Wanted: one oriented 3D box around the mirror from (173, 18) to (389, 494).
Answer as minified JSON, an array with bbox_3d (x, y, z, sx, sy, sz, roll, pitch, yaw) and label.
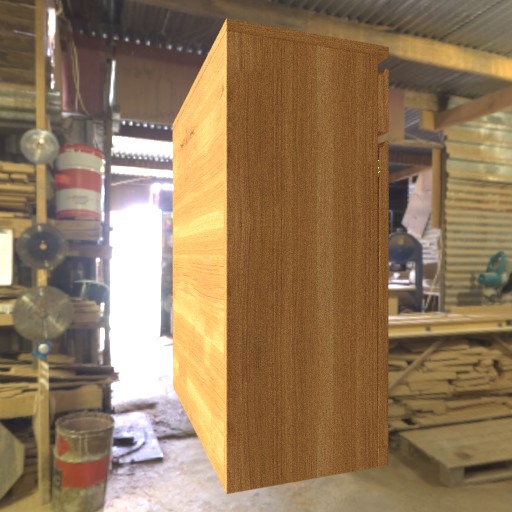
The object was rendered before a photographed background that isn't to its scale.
[{"bbox_3d":[0.000,0.000,1.373,0.400,1.000,0.800,0,0,-19],"label":"mirror"}]
